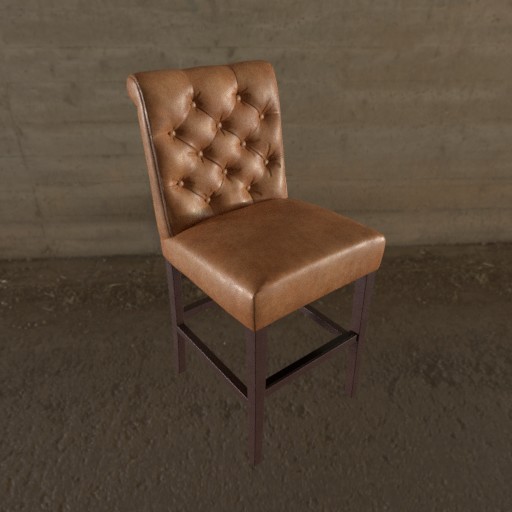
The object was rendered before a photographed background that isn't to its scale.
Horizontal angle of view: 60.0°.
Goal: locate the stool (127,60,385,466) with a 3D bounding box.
[{"bbox_3d":[0.000,0.000,1.377,0.493,1.047,0.601,-22,37,-32],"label":"stool"}]
